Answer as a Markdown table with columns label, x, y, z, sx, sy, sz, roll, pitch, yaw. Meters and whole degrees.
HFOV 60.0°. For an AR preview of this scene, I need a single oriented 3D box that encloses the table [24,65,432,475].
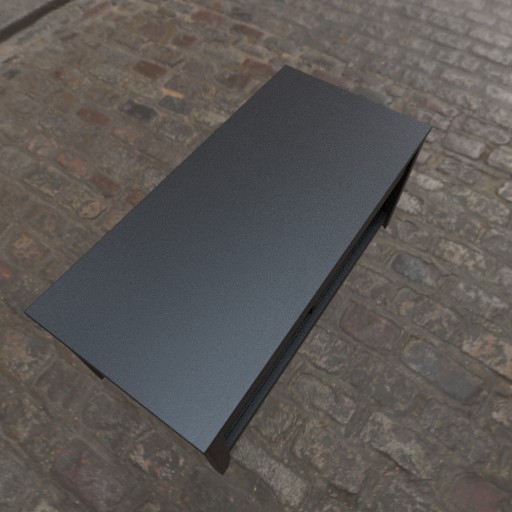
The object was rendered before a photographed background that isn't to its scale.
| label | x | y | z | sx | sy | sz | roll | pitch | yaw |
| --- | --- | --- | --- | --- | --- | --- | --- | --- | --- |
| table | 0.000 | 0.000 | 1.269 | 0.483 | 0.457 | 1.016 | 30 | 63 | 18 |
